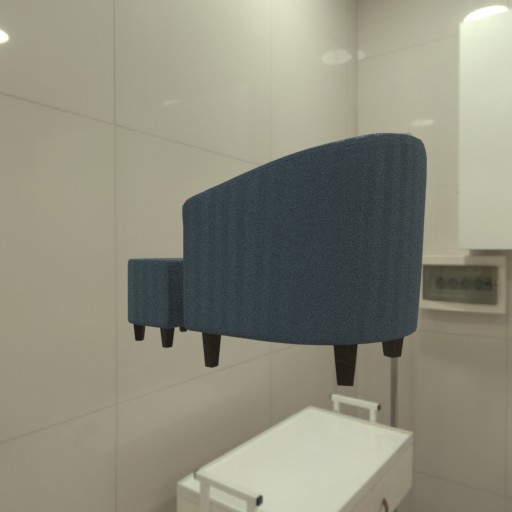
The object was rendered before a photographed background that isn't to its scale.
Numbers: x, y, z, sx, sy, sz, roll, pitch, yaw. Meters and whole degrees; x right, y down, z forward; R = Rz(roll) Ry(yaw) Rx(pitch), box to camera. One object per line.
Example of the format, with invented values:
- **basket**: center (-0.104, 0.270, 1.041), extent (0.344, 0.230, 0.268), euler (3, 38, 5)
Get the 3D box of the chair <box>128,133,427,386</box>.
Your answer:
- **chair**: center (0.000, 0.000, 1.773), extent (1.288, 0.757, 0.756), euler (0, 1, 35)
